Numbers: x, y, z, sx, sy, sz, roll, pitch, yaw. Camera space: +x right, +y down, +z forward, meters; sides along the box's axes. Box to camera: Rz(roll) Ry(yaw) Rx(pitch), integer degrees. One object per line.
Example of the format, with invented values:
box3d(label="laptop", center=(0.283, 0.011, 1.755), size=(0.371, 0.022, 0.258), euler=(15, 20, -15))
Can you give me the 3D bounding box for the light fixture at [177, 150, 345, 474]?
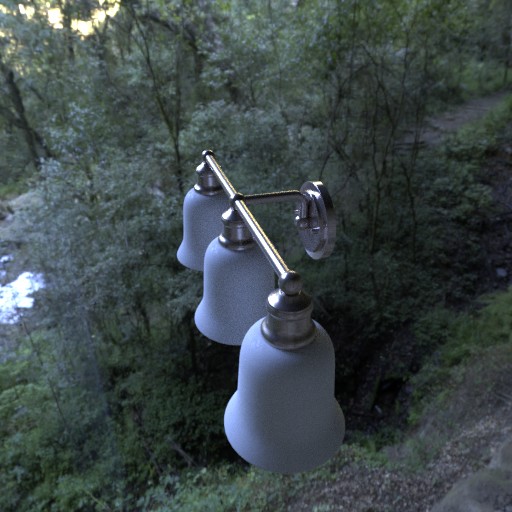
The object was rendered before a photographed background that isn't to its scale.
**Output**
box3d(label="light fixture", center=(0.000, 0.000, 0.666), size=(0.198, 0.211, 0.570), euler=(-8, 31, -14))
